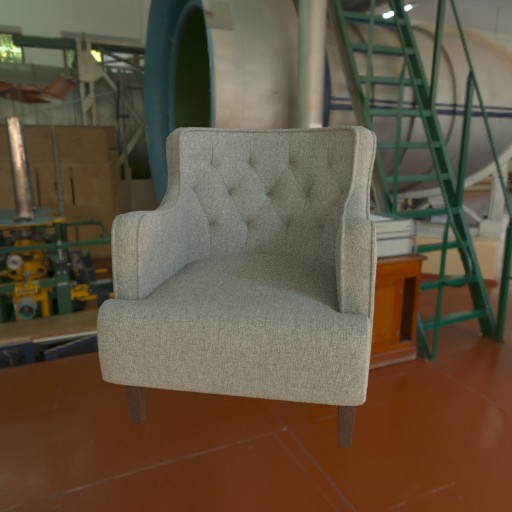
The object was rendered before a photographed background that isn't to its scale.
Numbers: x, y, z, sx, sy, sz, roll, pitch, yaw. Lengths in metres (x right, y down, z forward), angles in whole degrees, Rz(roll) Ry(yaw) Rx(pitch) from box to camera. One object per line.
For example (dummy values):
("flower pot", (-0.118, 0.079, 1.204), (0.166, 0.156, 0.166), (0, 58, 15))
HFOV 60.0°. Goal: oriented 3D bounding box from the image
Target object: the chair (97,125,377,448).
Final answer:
("chair", (0.000, 0.000, 1.574), (0.820, 0.920, 0.910), (2, 14, 10))
